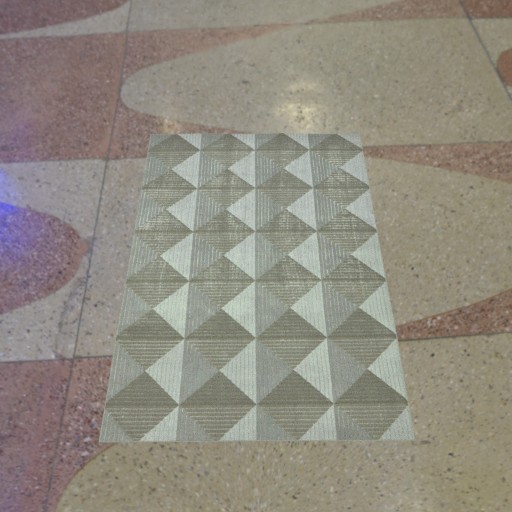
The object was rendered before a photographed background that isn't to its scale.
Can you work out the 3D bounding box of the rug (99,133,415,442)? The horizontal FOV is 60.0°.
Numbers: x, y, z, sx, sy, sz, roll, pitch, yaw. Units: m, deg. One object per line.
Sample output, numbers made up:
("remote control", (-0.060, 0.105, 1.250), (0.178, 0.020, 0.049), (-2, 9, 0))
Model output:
("rug", (0.000, 0.000, 4.264), (2.428, 0.027, 3.333), (0, 58, 0))
